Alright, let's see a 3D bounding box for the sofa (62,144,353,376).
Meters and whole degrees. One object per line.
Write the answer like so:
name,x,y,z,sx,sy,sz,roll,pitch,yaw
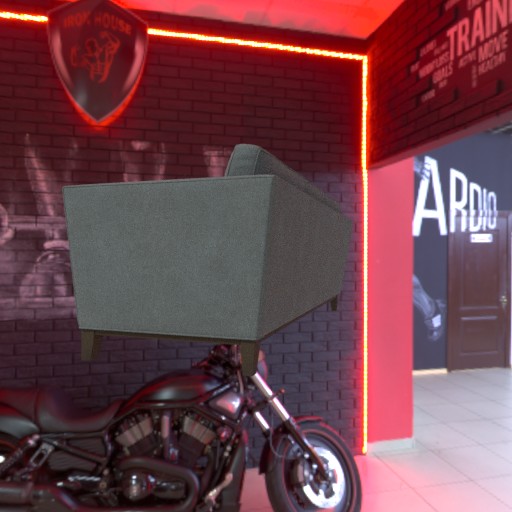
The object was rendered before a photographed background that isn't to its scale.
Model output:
sofa,0.000,0.000,2.886,0.965,0.940,2.387,0,0,19
